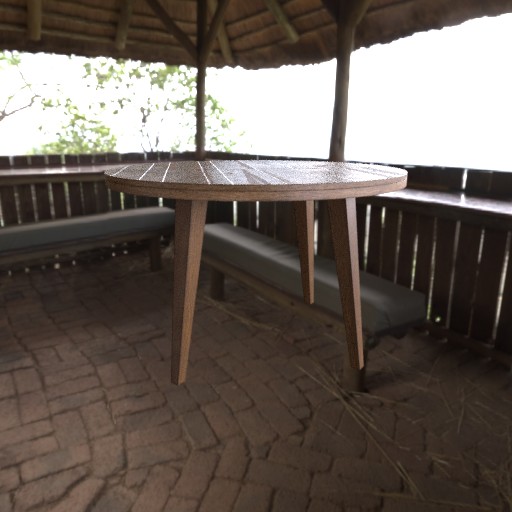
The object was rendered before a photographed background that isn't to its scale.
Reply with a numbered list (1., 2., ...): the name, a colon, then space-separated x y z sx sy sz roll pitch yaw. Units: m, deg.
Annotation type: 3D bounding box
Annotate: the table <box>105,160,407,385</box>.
1. table: 0.000 0.000 1.971 1.213 0.764 1.213 0 15 0
